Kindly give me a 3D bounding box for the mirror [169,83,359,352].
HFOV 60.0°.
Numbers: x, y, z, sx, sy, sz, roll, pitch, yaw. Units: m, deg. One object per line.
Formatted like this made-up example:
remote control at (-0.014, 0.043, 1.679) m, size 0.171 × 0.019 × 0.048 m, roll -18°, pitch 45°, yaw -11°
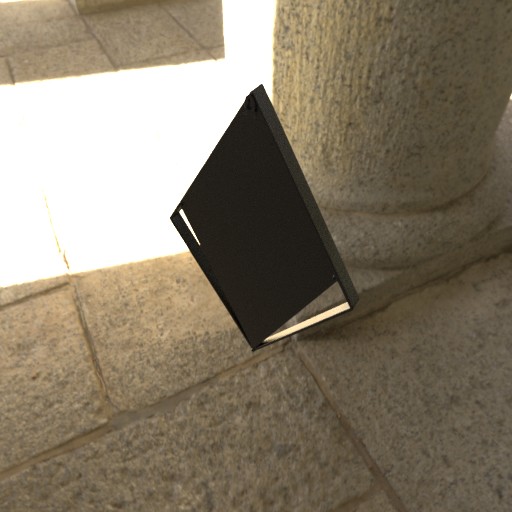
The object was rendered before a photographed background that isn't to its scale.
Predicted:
mirror at (0.000, 0.000, 0.853) m, size 0.419 × 0.679 × 0.032 m, roll 26°, pitch 53°, yaw 22°
